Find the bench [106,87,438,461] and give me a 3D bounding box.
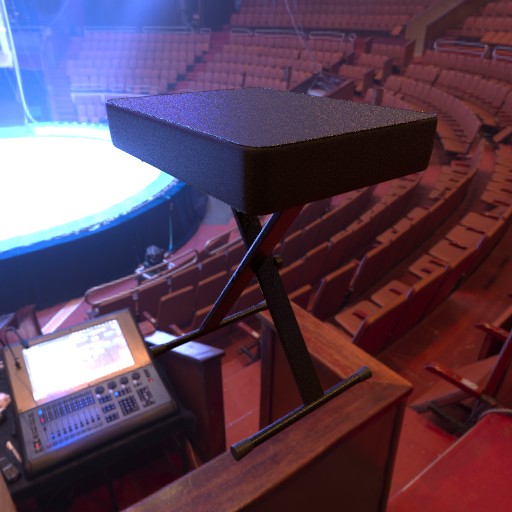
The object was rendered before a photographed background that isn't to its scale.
[{"bbox_3d":[0.000,0.000,0.775,0.321,0.500,0.424,-19,32,-32],"label":"bench"}]
